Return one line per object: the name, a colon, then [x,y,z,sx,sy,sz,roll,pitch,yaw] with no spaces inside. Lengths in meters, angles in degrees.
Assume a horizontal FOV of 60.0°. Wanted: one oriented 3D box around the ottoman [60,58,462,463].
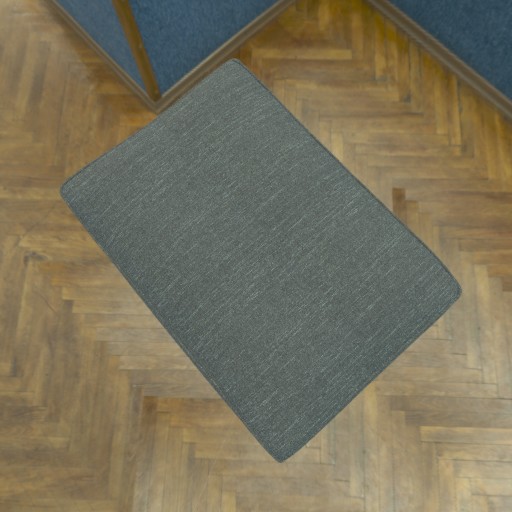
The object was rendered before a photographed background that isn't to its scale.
ottoman: [0.000,0.000,0.984,0.508,0.406,0.686,-40,79,-9]
